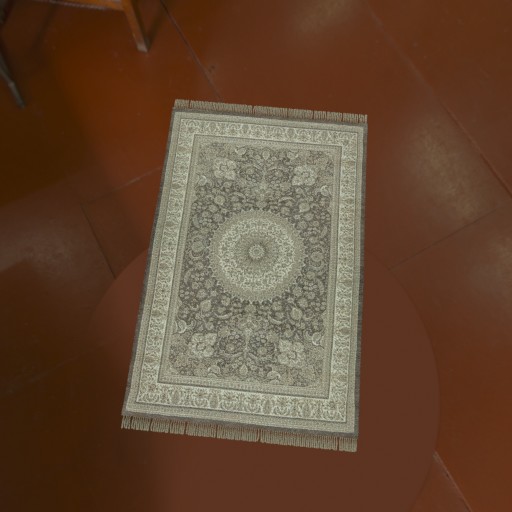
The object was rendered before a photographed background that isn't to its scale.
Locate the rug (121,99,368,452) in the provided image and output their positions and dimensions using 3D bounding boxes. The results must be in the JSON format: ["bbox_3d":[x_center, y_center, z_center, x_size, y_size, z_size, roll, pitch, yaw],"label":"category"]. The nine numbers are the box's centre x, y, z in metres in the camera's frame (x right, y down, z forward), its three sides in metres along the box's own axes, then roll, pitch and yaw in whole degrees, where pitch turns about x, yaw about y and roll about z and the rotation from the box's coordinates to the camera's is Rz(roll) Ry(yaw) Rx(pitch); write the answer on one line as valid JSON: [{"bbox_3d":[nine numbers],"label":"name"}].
[{"bbox_3d":[0.000,0.000,4.409,2.143,0.015,3.422,5,74,1],"label":"rug"}]
